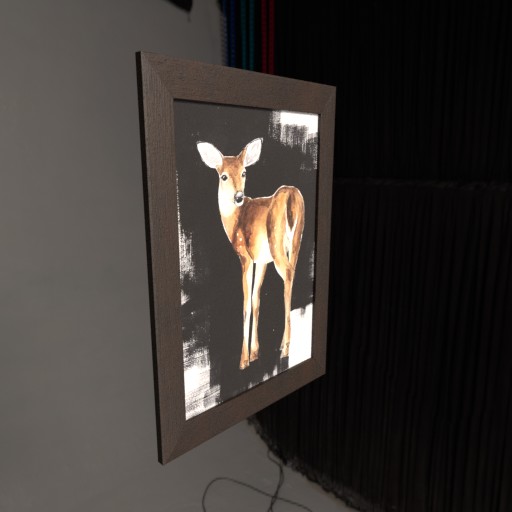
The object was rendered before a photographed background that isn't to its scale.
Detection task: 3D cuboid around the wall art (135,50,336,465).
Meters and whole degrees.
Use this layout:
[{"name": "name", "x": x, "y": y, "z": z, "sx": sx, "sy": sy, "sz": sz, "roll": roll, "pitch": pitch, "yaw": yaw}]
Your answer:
[{"name": "wall art", "x": 0.000, "y": 0.000, "z": 0.656, "sx": 0.013, "sy": 0.508, "sz": 0.359, "roll": 12, "pitch": 18, "yaw": 43}]
